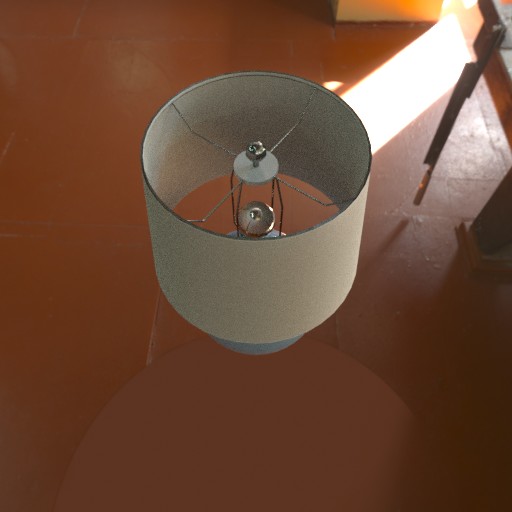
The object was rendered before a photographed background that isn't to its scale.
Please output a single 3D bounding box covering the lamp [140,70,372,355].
[{"bbox_3d":[0.000,0.000,0.559,0.247,0.387,0.247,0,59,0],"label":"lamp"}]
